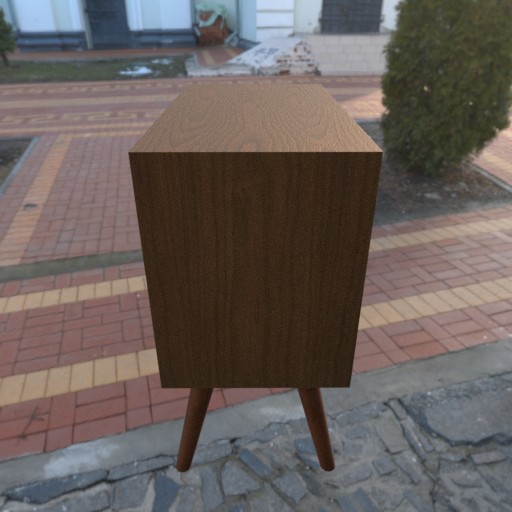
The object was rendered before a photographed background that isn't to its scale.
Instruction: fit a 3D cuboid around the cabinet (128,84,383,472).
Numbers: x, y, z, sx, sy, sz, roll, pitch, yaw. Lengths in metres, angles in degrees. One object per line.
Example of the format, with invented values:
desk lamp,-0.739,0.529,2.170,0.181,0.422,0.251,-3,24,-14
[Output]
cabinet,0.000,0.000,1.157,0.388,0.748,0.712,0,29,0
